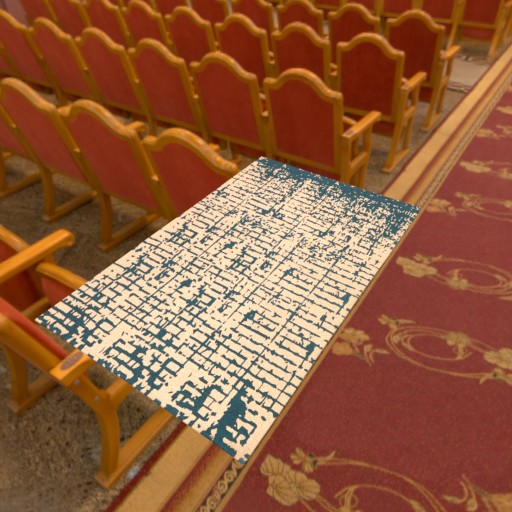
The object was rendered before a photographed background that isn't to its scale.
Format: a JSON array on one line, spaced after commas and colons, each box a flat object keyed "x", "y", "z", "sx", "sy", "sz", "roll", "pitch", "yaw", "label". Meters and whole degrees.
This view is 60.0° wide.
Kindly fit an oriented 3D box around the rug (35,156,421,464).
[{"x": 0.000, "y": 0.000, "z": 3.067, "sx": 1.517, "sy": 0.011, "sz": 2.435, "roll": 24, "pitch": 46, "yaw": 25, "label": "rug"}]
